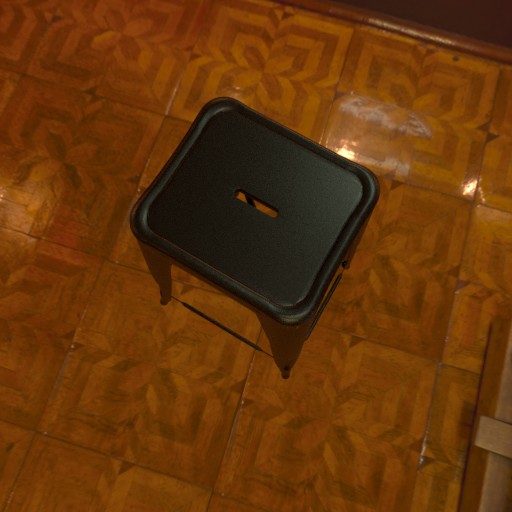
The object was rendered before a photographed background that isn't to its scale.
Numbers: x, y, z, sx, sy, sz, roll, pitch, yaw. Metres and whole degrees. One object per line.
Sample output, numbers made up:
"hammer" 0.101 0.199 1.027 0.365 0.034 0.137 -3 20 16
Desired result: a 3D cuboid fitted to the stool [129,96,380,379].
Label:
"stool" 0.000 0.000 0.910 0.455 0.609 0.423 19 76 5
